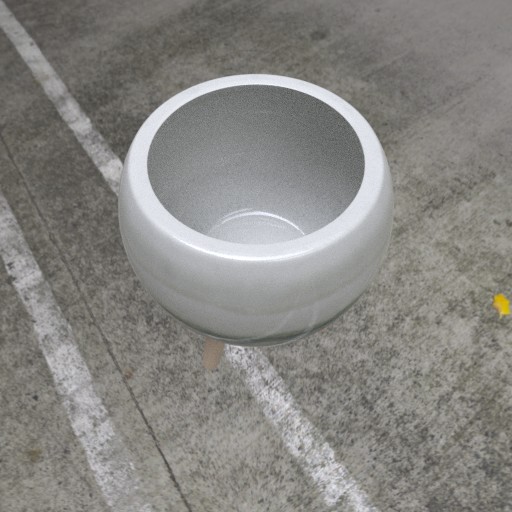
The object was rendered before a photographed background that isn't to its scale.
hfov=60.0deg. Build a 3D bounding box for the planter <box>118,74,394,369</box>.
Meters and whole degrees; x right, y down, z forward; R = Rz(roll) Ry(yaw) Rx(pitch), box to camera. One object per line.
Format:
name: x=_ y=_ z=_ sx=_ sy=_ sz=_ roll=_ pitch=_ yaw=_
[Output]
planter: x=0.000 y=0.000 z=0.433 sx=0.222 sy=0.278 sz=0.222 roll=0 pitch=58 yaw=0
